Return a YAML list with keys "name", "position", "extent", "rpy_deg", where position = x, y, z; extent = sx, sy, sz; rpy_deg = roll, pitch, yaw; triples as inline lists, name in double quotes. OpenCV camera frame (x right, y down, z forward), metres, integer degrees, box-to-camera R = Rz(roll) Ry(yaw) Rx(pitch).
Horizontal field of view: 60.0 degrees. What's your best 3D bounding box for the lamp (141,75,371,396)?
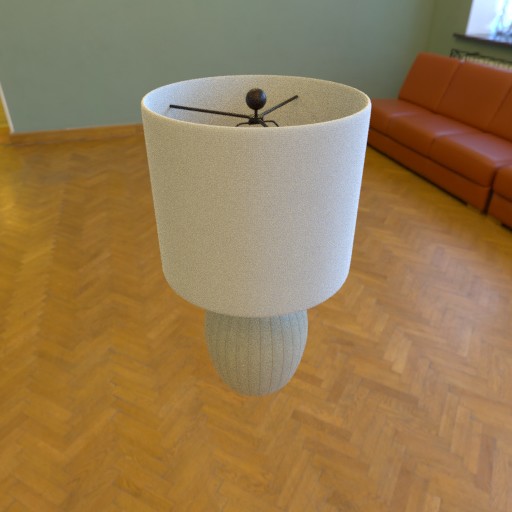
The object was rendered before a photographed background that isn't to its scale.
- name: "lamp"
  position: [0.000, 0.000, 0.789]
  extent: [0.329, 0.570, 0.329]
  rpy_deg: [-10, 34, -15]
